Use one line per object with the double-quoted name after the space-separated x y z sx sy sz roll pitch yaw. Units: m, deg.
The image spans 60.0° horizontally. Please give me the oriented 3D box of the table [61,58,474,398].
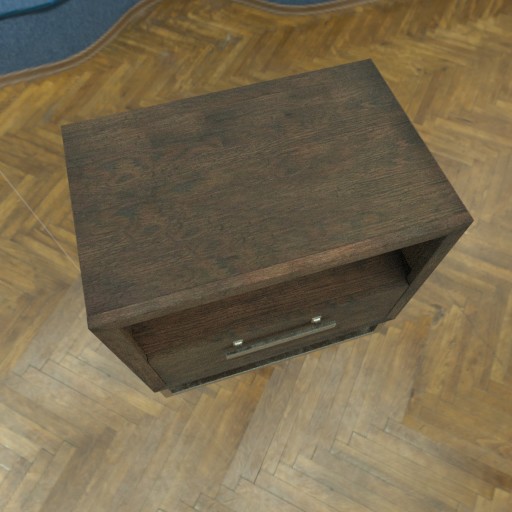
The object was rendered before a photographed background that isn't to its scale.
0.000 0.000 1.269 0.767 0.746 0.542 -15 63 -8 "table"
